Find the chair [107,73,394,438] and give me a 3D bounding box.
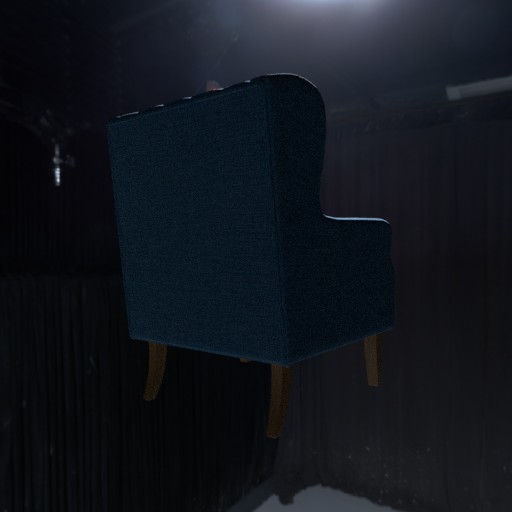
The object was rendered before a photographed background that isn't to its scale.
[{"bbox_3d":[0.000,0.000,1.535,0.711,0.952,0.775,1,1,36],"label":"chair"}]
